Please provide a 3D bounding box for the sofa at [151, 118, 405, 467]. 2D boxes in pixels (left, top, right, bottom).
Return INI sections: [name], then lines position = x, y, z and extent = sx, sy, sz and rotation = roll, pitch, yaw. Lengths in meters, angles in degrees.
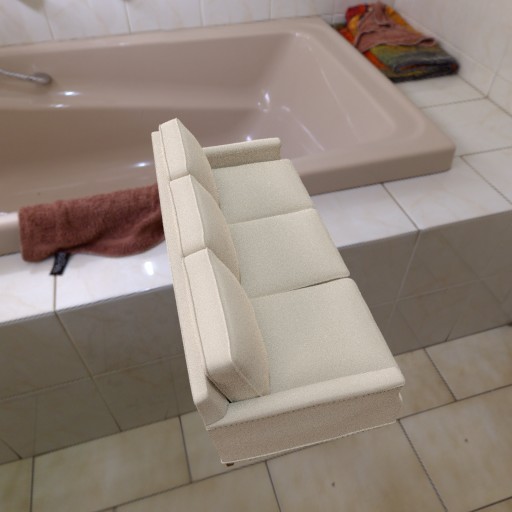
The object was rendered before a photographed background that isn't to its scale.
[sofa]
position = 0.000, 0.000, 2.882
extent = 1.084, 1.003, 2.246
rotation = -10, 47, -10
